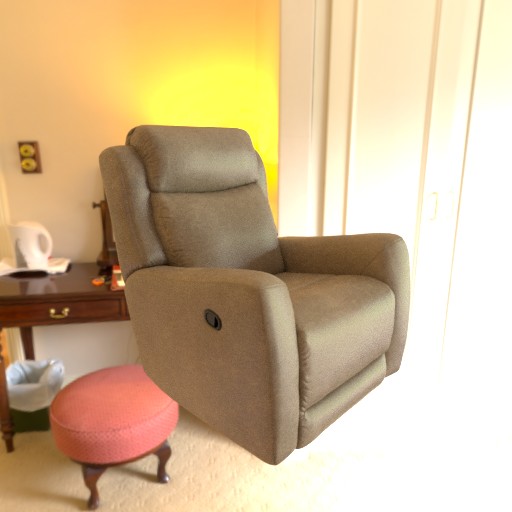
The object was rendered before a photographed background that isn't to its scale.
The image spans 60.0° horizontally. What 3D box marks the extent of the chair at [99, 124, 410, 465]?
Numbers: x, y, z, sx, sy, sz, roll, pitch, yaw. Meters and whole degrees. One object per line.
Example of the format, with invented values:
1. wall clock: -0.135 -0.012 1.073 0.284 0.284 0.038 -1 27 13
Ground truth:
1. chair: 0.000 0.000 1.950 1.068 1.116 0.965 14 20 42
